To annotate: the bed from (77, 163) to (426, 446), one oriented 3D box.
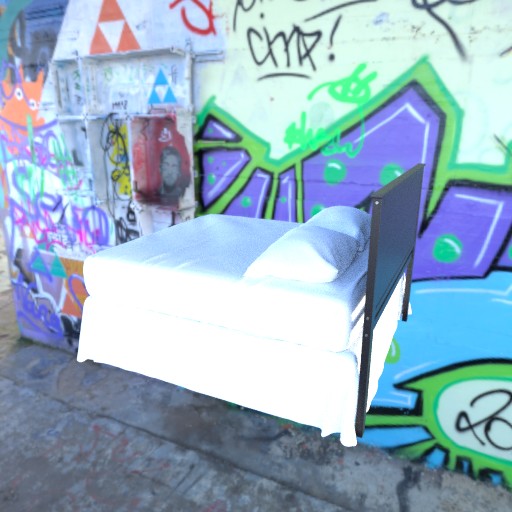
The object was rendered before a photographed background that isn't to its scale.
[{"bbox_3d":[0.000,0.000,3.228,2.050,1.270,1.870,8,19,25],"label":"bed"}]
